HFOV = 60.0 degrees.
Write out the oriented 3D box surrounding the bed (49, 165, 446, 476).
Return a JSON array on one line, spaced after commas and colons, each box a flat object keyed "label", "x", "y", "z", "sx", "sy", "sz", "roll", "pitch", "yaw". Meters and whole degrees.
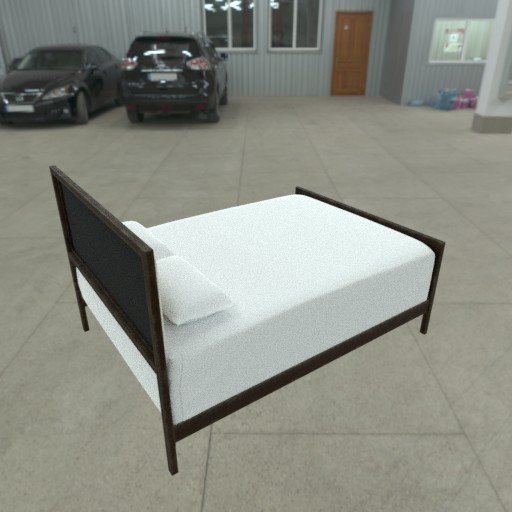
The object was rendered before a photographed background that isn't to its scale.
[{"label": "bed", "x": 0.000, "y": 0.000, "z": 3.212, "sx": 2.221, "sy": 1.313, "sz": 1.607, "roll": -17, "pitch": 31, "yaw": -31}]
